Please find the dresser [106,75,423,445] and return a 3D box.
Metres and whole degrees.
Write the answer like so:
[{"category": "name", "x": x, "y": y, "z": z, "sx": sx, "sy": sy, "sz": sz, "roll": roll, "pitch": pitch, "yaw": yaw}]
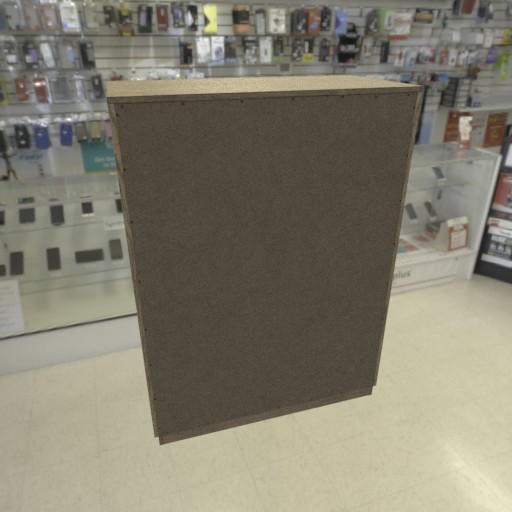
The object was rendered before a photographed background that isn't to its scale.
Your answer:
[{"category": "dresser", "x": 0.000, "y": 0.000, "z": 1.778, "sx": 0.967, "sy": 1.295, "sz": 0.483, "roll": -8, "pitch": 27, "yaw": -15}]
